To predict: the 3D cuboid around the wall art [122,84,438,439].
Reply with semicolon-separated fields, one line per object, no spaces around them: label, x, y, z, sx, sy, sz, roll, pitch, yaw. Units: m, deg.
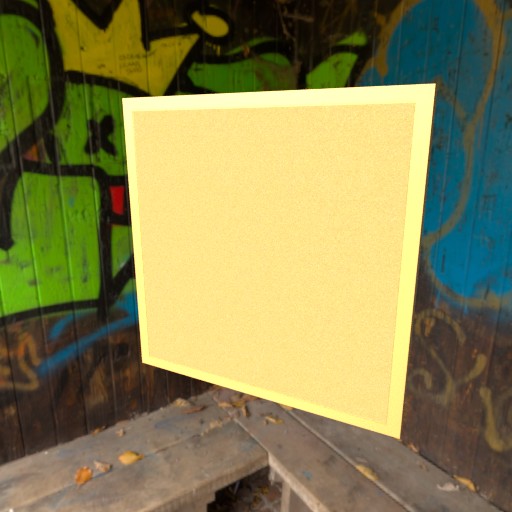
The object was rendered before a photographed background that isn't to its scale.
wall art;0.000;0.000;2.782;1.926;1.926;0.099;8;17;26
